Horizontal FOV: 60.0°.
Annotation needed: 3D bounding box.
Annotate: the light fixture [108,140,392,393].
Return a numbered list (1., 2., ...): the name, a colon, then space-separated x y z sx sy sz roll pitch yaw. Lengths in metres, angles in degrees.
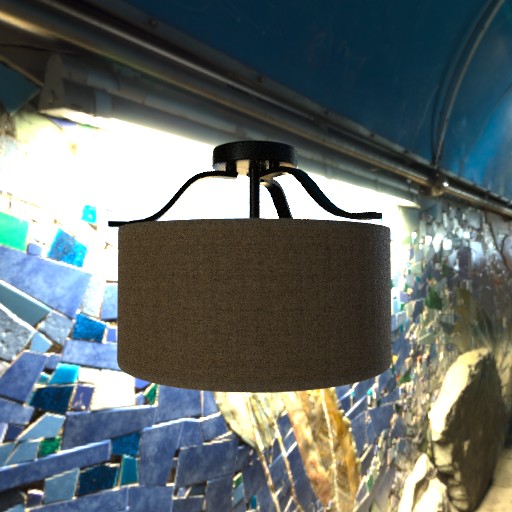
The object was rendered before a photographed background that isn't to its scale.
1. light fixture: 0.000 0.000 0.645 0.390 0.306 0.390 0 -1 0
